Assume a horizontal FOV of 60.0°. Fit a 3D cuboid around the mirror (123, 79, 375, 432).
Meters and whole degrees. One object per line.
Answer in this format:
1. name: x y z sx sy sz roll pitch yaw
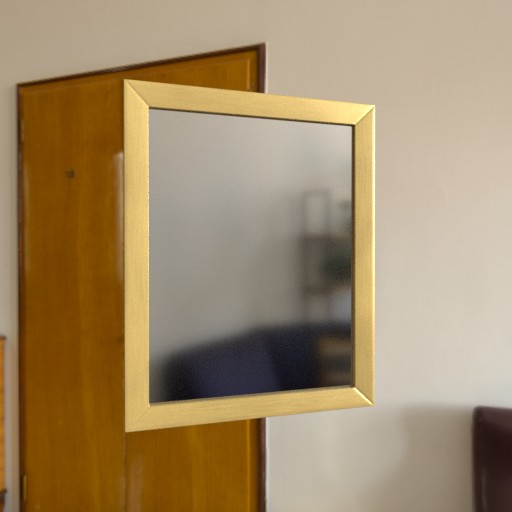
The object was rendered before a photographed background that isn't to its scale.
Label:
1. mirror: 0.000 0.000 0.711 0.405 0.508 0.041 0 1 -16
